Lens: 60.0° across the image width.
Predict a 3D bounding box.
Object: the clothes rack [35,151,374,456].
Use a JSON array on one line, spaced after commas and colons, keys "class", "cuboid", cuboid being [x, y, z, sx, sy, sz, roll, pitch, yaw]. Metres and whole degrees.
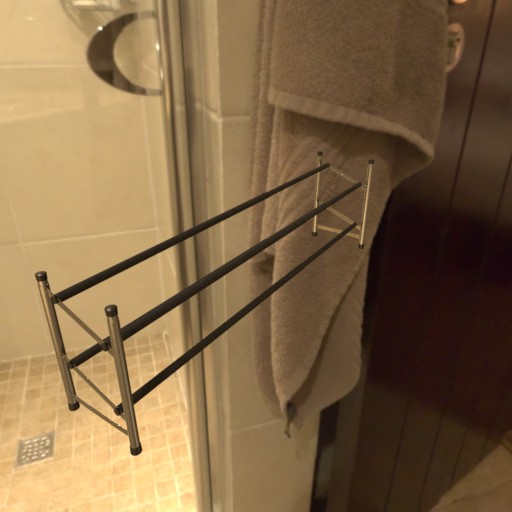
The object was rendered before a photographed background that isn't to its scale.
[{"class": "clothes rack", "cuboid": [0.000, 0.000, 1.290, 0.229, 0.349, 1.168, 18, 32, 31]}]
